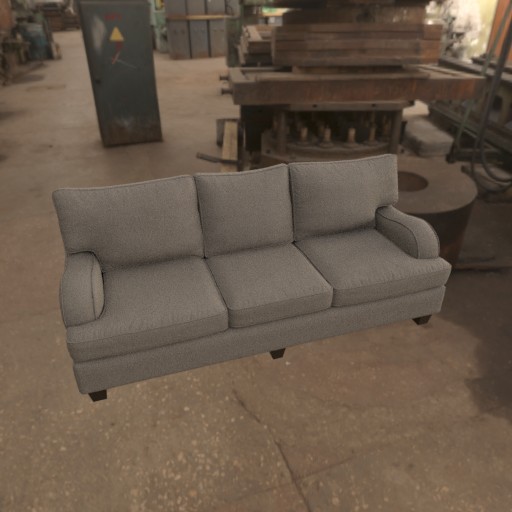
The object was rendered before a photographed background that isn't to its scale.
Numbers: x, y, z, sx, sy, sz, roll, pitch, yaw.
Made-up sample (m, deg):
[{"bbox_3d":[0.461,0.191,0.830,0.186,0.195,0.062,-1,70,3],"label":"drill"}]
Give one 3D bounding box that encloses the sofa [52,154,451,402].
[{"bbox_3d":[0.000,0.000,2.866,2.323,0.991,1.016,-9,32,-16],"label":"sofa"}]
